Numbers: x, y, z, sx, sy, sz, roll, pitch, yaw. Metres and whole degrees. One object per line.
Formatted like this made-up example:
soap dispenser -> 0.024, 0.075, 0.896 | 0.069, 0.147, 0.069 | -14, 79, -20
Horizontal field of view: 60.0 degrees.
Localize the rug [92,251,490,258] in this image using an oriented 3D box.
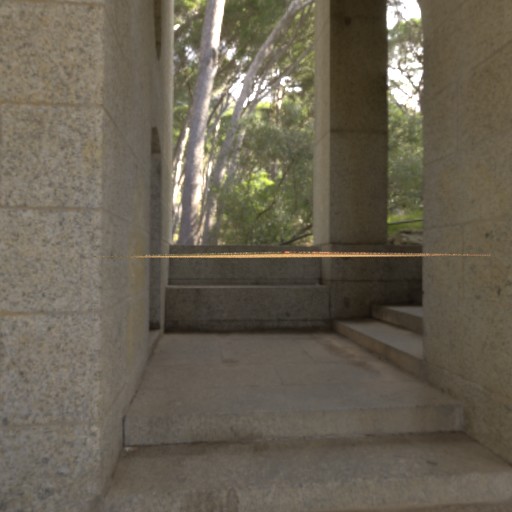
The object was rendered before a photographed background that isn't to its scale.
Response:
rug -> 0.000, 0.000, 3.018 | 1.521, 0.006, 2.435 | 0, -1, -36
